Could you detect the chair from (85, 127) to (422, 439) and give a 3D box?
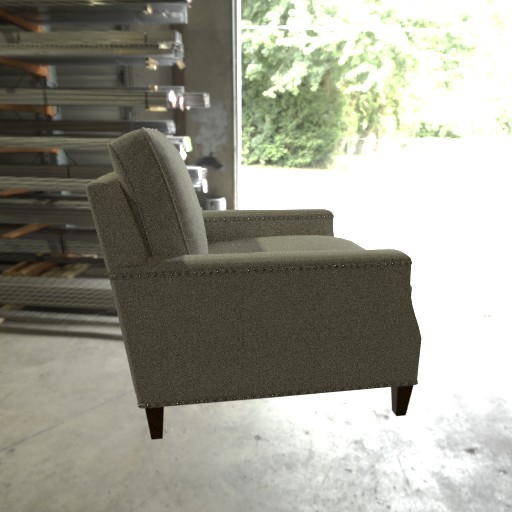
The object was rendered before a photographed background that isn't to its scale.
[{"bbox_3d":[0.000,0.000,1.697,1.014,0.943,0.853,-2,16,-8],"label":"chair"}]
